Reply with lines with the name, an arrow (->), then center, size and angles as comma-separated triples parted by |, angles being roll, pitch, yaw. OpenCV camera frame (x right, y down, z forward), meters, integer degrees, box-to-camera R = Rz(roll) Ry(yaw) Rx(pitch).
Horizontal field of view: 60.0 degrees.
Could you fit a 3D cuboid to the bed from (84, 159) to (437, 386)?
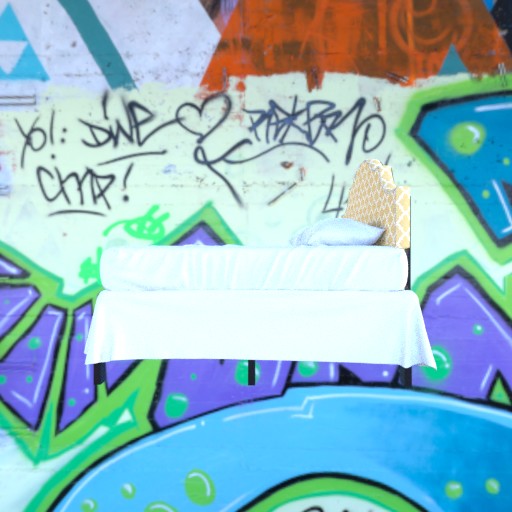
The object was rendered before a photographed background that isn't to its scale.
bed -> 0.000, 0.000, 3.748 | 2.222, 1.601, 2.314 | 0, 0, 1
